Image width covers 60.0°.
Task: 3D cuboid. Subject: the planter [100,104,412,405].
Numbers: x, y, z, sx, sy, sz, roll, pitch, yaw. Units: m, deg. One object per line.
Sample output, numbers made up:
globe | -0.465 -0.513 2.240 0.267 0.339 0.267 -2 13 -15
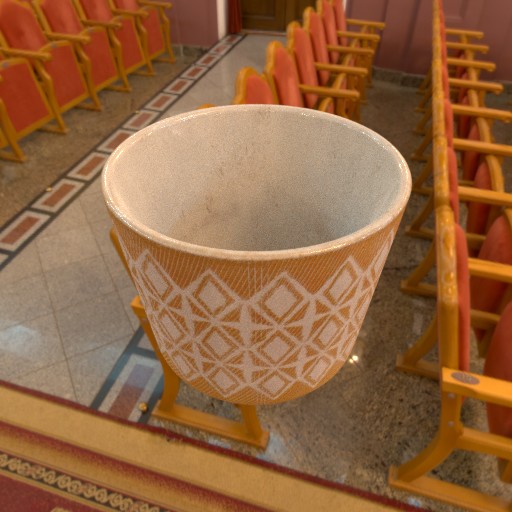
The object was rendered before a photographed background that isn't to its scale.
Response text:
planter | 0.000 0.000 0.219 0.126 0.104 0.126 0 40 0
